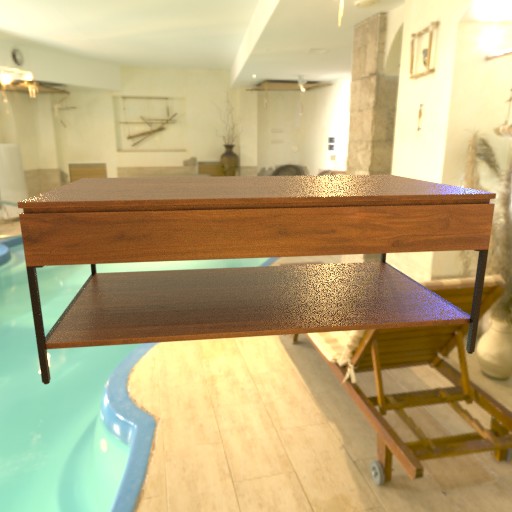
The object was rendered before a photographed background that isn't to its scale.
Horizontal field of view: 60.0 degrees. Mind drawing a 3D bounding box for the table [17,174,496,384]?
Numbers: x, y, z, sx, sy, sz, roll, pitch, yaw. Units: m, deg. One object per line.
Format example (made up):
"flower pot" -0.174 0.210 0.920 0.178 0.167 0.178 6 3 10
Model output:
"table" 0.000 0.000 1.295 1.057 0.414 0.574 -2 15 -8
